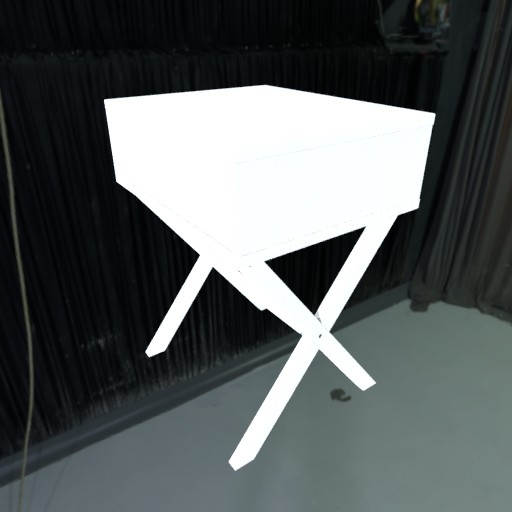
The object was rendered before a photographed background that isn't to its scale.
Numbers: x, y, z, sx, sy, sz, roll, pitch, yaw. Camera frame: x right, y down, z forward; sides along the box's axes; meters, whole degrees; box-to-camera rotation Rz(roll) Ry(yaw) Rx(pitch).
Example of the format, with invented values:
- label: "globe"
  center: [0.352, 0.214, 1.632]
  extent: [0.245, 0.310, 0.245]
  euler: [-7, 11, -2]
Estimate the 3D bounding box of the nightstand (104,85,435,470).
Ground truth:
- label: "nightstand"
  center: [0.000, 0.000, 0.959]
  extent: [0.402, 0.623, 0.479]
  euler: [-18, 33, -31]
